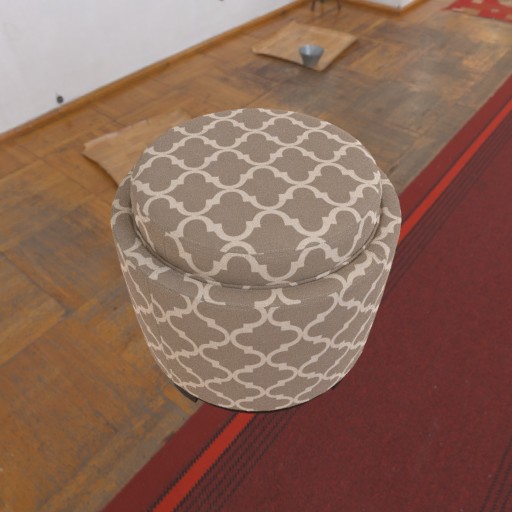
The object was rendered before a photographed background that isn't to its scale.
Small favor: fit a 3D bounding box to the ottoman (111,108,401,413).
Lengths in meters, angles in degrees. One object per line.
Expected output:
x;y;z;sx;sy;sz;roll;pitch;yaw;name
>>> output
0.000;0.000;0.838;0.480;0.429;0.480;0;46;0;ottoman
